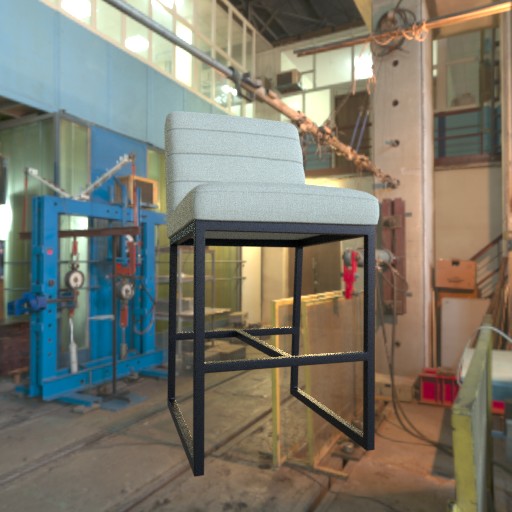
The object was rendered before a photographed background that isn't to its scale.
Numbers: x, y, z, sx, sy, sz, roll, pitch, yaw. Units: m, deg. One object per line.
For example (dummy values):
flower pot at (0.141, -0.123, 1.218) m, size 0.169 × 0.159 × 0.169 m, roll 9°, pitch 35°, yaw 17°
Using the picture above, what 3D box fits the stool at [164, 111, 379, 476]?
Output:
stool at (0.000, 0.000, 1.250) m, size 0.460 × 0.940 × 0.560 m, roll 0°, pitch -1°, yaw -18°
